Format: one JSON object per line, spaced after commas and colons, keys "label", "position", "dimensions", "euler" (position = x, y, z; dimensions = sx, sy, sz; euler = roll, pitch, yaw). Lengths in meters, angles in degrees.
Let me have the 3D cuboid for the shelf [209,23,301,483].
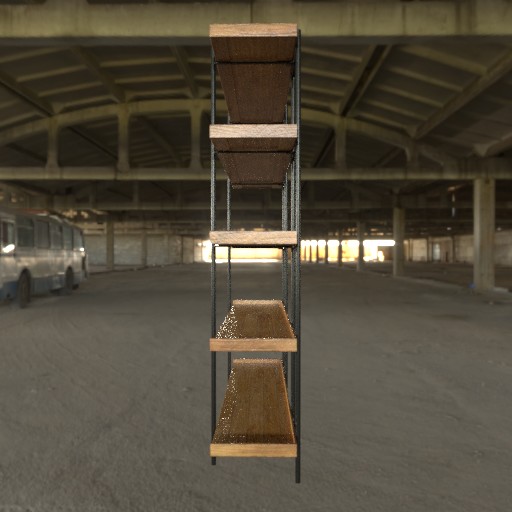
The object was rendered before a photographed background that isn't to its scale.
{"label": "shelf", "position": [0.000, 0.000, 2.398], "dimensions": [0.379, 1.826, 1.371], "euler": [0, 1, 1]}
